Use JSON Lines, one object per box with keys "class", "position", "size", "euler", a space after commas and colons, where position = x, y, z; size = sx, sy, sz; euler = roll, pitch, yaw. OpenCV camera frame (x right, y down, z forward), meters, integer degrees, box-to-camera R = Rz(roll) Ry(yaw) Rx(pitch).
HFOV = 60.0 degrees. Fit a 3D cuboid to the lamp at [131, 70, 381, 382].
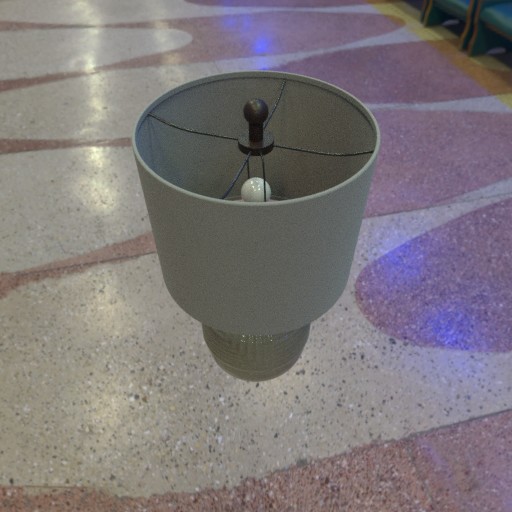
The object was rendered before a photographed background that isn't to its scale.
{"class": "lamp", "position": [0.000, 0.000, 0.756], "size": [0.318, 0.567, 0.318], "euler": [0, 47, 0]}
